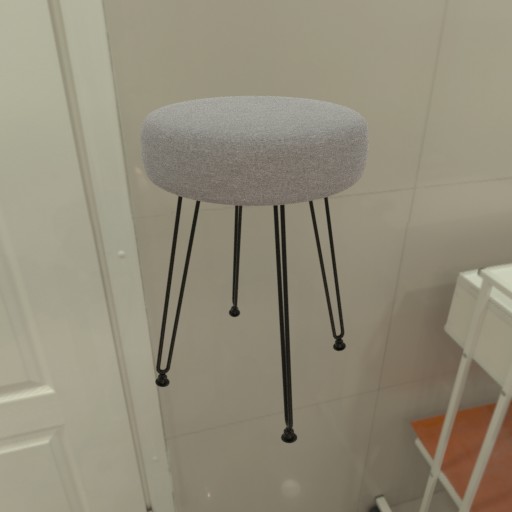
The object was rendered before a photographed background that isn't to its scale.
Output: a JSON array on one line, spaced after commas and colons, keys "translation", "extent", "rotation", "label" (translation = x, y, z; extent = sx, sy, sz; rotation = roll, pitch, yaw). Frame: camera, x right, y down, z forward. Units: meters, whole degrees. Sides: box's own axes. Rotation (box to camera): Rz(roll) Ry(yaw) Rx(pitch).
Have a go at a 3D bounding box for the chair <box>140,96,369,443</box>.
[{"translation": [0.000, 0.000, 0.683], "extent": [0.350, 0.440, 0.350], "rotation": [-8, 29, -15], "label": "chair"}]
